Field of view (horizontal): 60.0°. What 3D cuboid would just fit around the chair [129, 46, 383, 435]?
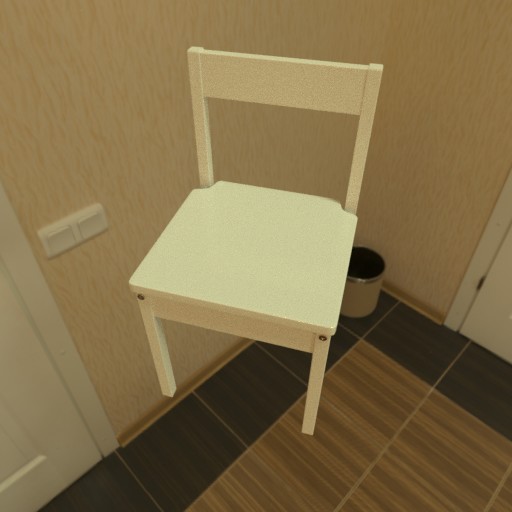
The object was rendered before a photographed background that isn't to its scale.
[{"bbox_3d":[0.000,0.000,0.895,0.367,0.668,0.361,11,43,12],"label":"chair"}]
